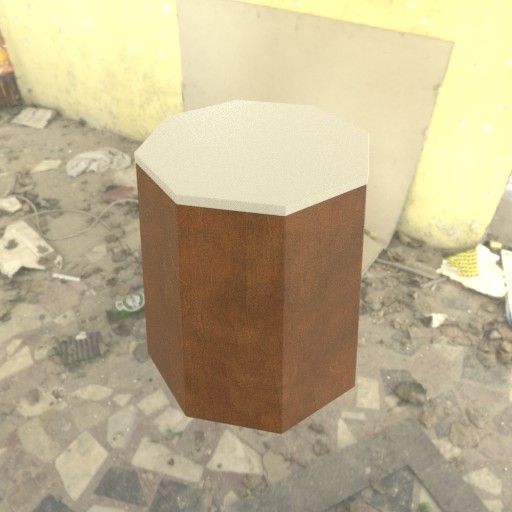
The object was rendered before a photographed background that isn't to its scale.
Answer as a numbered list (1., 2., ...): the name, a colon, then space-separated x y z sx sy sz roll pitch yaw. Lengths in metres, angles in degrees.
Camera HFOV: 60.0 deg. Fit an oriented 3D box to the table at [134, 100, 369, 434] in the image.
1. table: 0.000 0.000 0.833 0.439 0.457 0.439 -24 45 -27
